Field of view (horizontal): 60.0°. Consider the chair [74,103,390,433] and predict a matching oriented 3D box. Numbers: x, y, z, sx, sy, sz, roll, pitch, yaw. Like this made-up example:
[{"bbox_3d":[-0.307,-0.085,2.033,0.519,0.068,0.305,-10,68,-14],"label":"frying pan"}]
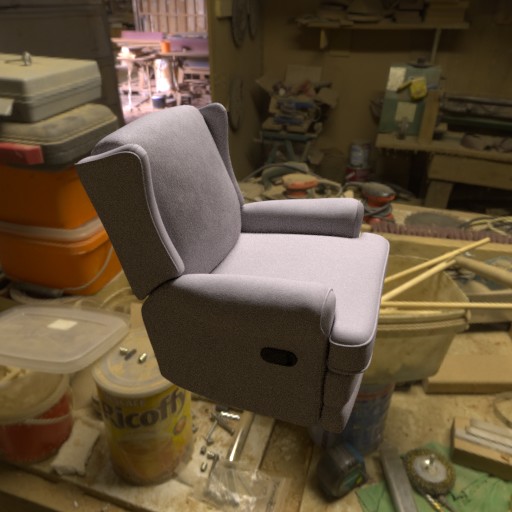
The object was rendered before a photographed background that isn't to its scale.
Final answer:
[{"bbox_3d":[0.000,0.000,1.705,0.969,1.011,0.847,10,32,16],"label":"chair"}]
